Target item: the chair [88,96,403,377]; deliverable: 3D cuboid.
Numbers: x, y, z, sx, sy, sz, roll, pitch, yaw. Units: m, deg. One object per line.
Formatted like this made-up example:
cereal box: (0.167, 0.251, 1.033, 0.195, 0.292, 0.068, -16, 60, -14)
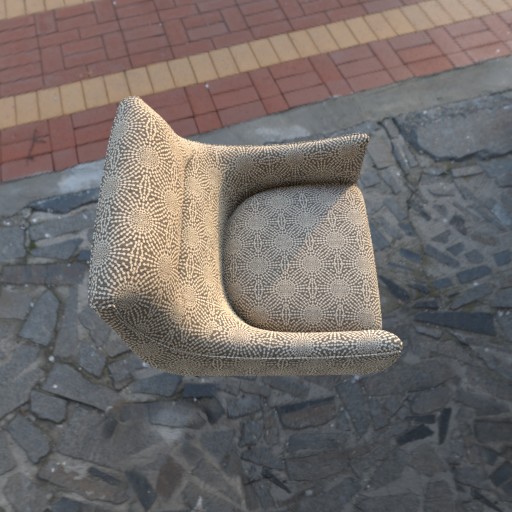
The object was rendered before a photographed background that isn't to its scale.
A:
chair: (0.000, 0.000, 1.460, 0.787, 0.838, 0.762, -1, 64, 0)
